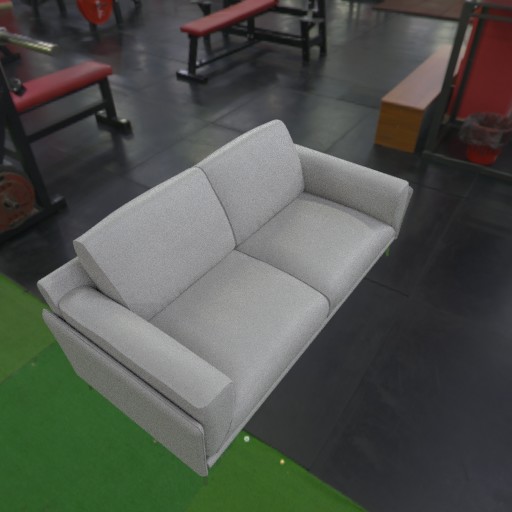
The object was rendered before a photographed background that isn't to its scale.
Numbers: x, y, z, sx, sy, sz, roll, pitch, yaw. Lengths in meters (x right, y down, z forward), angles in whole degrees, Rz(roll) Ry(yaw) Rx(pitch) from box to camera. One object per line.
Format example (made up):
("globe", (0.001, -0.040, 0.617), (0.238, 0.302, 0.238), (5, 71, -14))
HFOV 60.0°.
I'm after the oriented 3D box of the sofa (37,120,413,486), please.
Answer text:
("sofa", (0.000, 0.000, 2.576), (1.049, 0.930, 2.101), (26, 48, 27))
